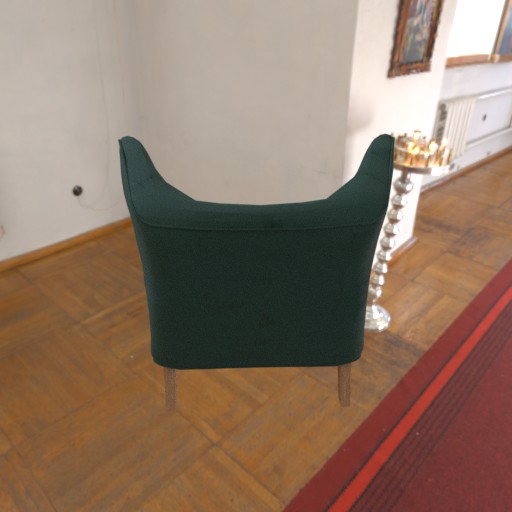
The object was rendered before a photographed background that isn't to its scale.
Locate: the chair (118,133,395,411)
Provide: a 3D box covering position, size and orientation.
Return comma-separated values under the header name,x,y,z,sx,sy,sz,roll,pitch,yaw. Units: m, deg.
name,x,y,z,sx,sy,sz,roll,pitch,yaw
chair,0.000,0.000,1.614,0.793,0.952,0.910,-1,30,-2
